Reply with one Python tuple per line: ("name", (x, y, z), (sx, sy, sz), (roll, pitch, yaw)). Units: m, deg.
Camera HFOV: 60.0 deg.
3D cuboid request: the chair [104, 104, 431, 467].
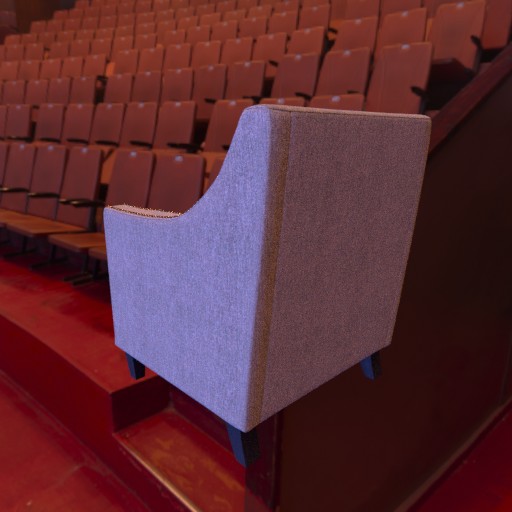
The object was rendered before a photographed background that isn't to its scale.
("chair", (0.000, 0.000, 1.594), (0.776, 0.967, 0.884), (-14, 21, -42))
